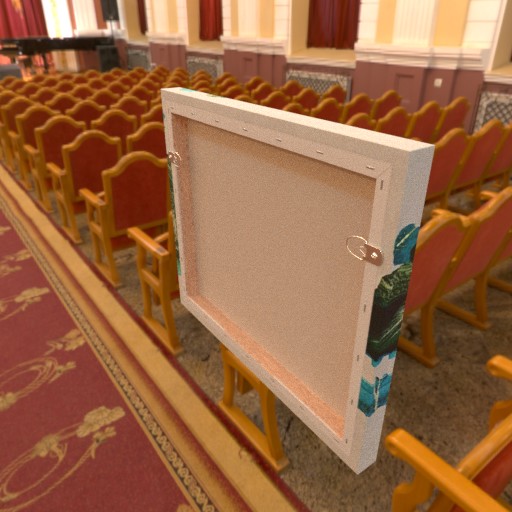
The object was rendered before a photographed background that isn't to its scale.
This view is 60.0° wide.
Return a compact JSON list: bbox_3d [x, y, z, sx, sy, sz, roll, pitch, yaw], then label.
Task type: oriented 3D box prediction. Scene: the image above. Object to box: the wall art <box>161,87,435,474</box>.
[{"bbox_3d":[0.000,0.000,0.680,0.041,0.435,0.507,-19,33,-31],"label":"wall art"}]
